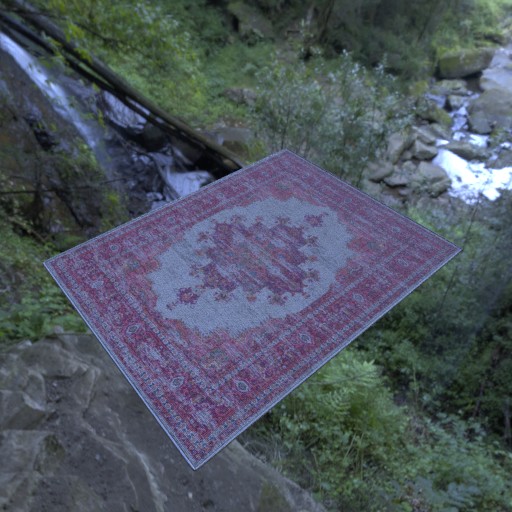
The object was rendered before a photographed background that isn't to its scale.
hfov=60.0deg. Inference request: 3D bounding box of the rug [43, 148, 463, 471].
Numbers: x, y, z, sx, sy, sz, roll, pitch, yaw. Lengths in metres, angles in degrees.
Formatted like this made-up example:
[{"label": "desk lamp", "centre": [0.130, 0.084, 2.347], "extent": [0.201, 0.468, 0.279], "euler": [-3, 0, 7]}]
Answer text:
[{"label": "rug", "centre": [0.000, 0.000, 4.161], "extent": [3.123, 0.017, 2.447], "euler": [-31, 52, -28]}]
